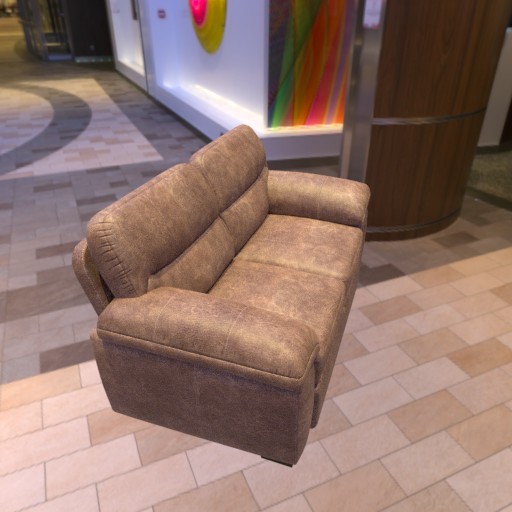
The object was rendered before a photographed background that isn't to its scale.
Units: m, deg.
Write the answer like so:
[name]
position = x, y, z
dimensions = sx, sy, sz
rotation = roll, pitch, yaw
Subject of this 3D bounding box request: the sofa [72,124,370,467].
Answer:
[sofa]
position = 0.000, 0.000, 2.325
dimensions = 0.991, 0.991, 1.753
rotation = 10, 32, 17
